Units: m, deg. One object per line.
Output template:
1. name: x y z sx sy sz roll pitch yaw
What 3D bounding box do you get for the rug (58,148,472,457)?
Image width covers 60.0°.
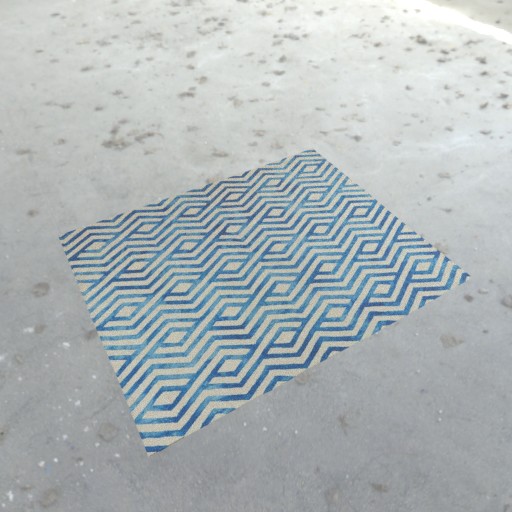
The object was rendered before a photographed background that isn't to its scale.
1. rug: 0.000 0.000 4.151 3.059 0.008 2.453 -23 50 -21
